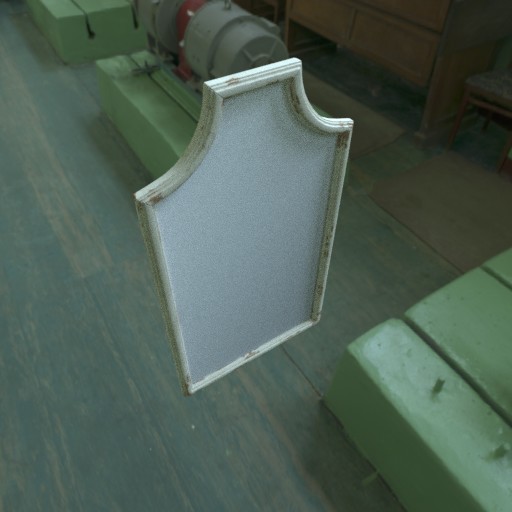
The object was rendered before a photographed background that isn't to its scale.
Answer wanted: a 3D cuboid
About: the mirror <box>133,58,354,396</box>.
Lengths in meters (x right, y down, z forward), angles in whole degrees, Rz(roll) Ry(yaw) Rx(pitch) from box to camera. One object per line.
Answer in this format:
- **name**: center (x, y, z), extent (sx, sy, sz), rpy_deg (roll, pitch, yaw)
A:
- **mirror**: center (0.000, 0.000, 0.861), extent (0.403, 0.717, 0.022), rpy_deg (-25, 51, -22)
